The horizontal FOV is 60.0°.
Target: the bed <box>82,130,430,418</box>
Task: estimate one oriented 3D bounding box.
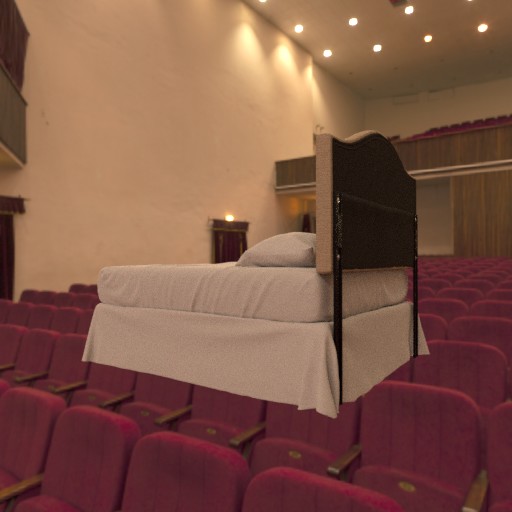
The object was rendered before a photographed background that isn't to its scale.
[{"bbox_3d":[0.000,0.000,3.552,2.221,1.645,1.876,0,-1,35],"label":"bed"}]
